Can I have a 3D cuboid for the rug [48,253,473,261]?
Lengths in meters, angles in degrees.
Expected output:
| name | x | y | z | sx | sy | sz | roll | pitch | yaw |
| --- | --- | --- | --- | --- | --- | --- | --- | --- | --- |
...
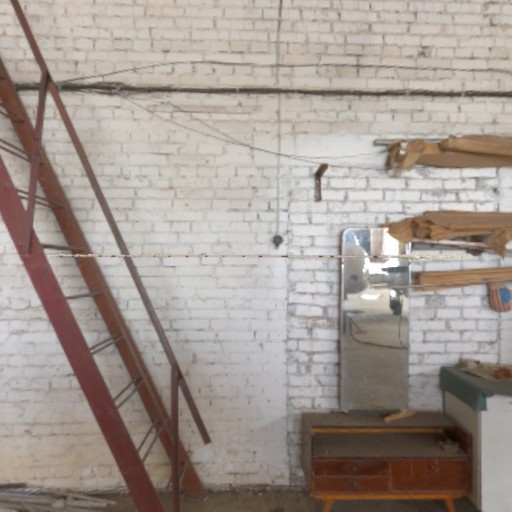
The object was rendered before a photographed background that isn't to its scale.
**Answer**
| name | x | y | z | sx | sy | sz | roll | pitch | yaw |
| --- | --- | --- | --- | --- | --- | --- | --- | --- | --- |
| rug | 0.000 | 0.000 | 2.435 | 2.023 | 0.028 | 1.224 | 0 | 0 | 33 |
